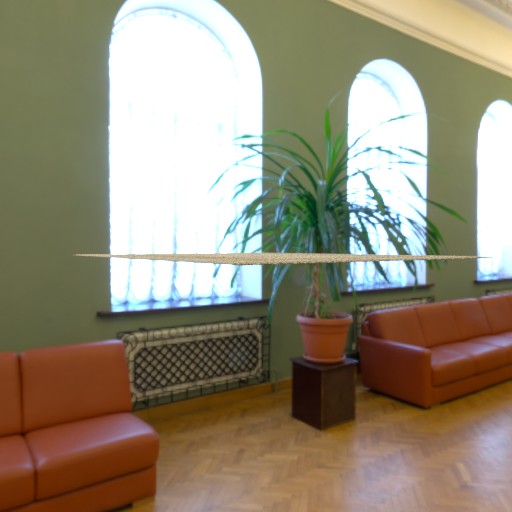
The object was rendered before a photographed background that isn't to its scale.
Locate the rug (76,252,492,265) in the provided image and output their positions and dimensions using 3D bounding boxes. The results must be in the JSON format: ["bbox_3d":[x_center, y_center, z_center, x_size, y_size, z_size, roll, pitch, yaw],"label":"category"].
[{"bbox_3d":[0.000,0.000,3.837,2.312,0.013,2.940,-1,1,-36],"label":"rug"}]
